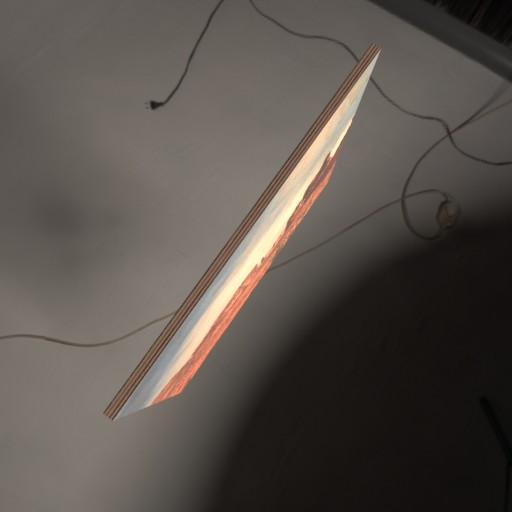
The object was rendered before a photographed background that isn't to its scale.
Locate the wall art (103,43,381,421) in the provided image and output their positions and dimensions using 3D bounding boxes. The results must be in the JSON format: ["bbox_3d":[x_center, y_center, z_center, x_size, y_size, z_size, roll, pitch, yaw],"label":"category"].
[{"bbox_3d":[0.000,0.000,0.676,0.013,0.406,0.508,34,79,8],"label":"wall art"}]
